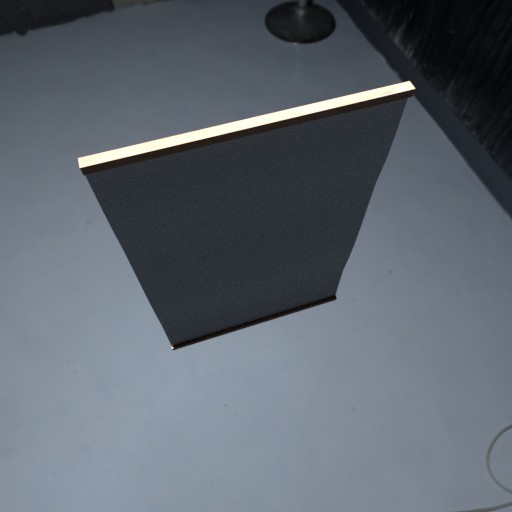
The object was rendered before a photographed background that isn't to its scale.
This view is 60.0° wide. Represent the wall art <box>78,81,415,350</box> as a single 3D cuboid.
[{"bbox_3d":[0.000,0.000,0.640,0.332,0.508,0.012,-16,61,-9],"label":"wall art"}]
